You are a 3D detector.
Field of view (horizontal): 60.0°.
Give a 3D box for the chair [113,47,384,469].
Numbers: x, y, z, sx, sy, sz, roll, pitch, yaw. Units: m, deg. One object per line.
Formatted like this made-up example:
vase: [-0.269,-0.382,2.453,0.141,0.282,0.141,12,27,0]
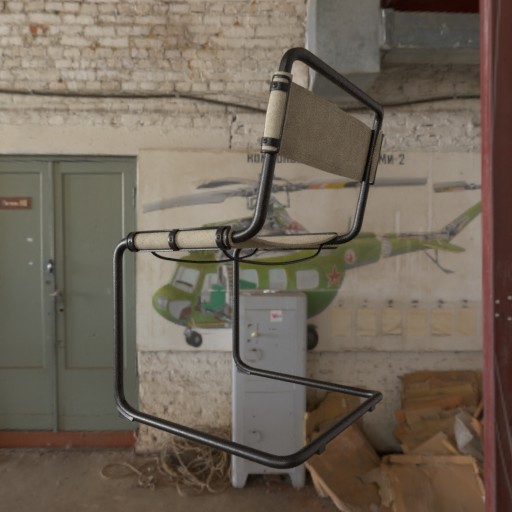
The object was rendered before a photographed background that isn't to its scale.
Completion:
chair: [0.000,0.000,1.083,0.497,0.747,0.499,1,1,35]
